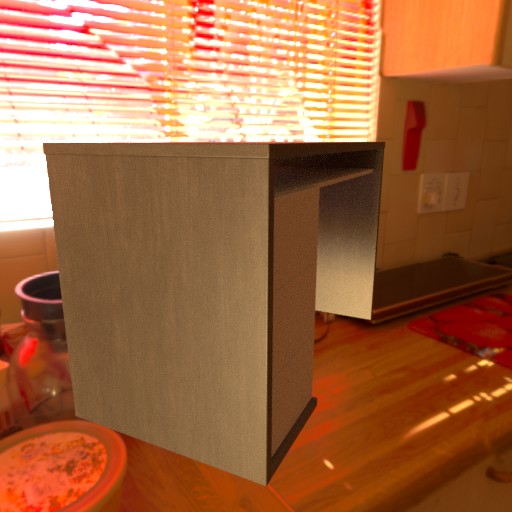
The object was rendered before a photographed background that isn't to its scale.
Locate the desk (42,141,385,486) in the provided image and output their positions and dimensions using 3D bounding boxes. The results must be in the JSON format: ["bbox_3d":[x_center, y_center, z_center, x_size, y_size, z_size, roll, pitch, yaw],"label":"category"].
[{"bbox_3d":[0.000,0.000,1.504,0.600,0.750,1.100,7,16,25],"label":"desk"}]
